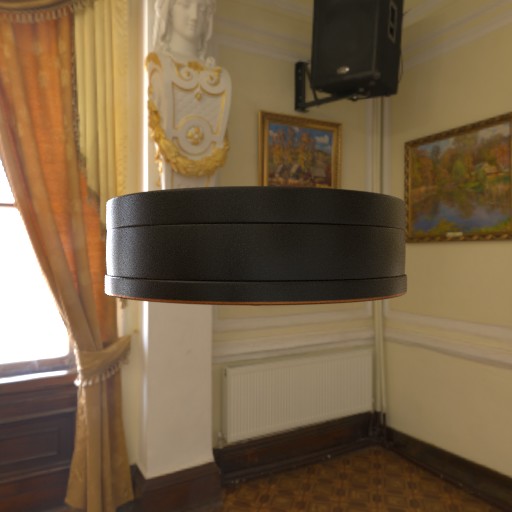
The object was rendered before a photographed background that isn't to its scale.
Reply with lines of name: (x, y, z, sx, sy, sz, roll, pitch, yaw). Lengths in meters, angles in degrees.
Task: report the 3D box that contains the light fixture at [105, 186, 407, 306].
light fixture: (0.000, 0.000, 0.439, 0.283, 0.097, 0.283, 0, 0, 0)
